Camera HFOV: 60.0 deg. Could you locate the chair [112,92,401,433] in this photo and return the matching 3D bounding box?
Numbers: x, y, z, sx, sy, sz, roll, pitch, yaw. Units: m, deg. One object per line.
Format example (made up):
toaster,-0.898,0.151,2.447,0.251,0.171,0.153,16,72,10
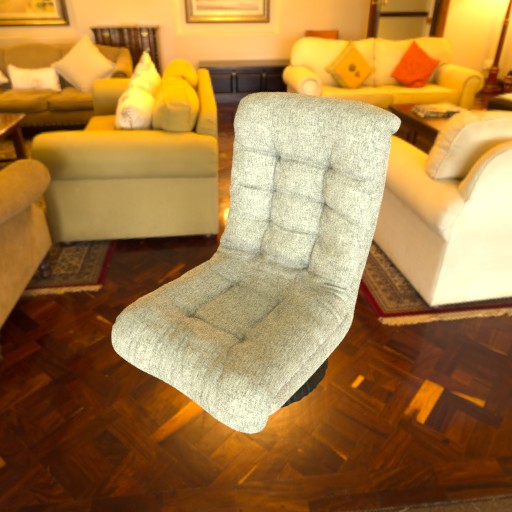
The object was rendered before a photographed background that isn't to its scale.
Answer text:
chair,0.000,0.000,0.978,0.400,0.600,0.583,19,36,29
